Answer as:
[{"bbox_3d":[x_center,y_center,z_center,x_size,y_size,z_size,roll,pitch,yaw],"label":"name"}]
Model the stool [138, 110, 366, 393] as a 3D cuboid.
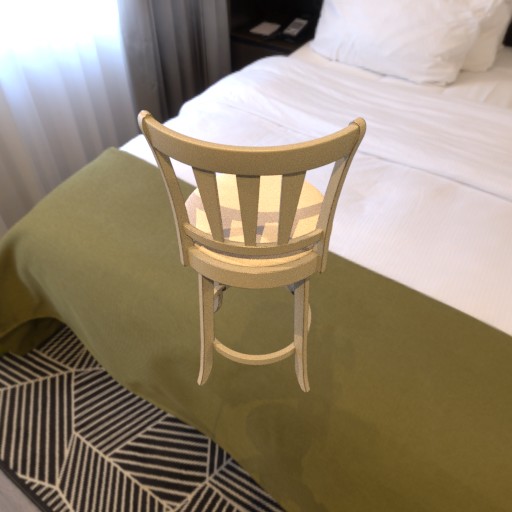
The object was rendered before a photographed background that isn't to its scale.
[{"bbox_3d":[0.000,0.000,1.306,0.436,1.042,0.475,3,45,3],"label":"stool"}]
